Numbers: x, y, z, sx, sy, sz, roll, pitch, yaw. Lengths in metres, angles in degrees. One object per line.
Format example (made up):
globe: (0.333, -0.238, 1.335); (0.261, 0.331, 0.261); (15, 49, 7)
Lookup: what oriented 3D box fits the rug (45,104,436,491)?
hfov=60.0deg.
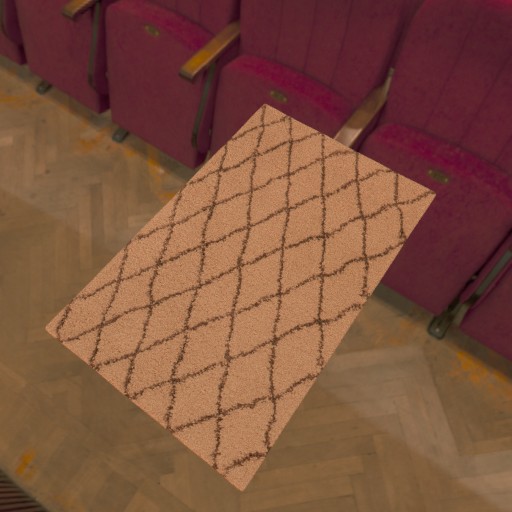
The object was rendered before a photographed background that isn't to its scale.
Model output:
rug: (0.000, 0.000, 3.463); (1.778, 0.030, 2.743); (33, 67, 16)
